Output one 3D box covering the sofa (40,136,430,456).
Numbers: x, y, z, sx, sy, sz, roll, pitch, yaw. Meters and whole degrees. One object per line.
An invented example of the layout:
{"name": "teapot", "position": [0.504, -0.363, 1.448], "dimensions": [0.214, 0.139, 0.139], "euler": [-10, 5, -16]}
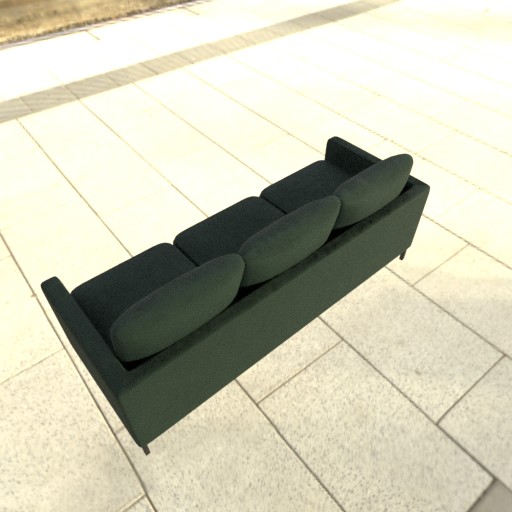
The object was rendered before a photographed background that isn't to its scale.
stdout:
{"name": "sofa", "position": [0.000, 0.000, 2.689], "dimensions": [2.218, 0.870, 0.859], "euler": [-31, 53, -27]}
